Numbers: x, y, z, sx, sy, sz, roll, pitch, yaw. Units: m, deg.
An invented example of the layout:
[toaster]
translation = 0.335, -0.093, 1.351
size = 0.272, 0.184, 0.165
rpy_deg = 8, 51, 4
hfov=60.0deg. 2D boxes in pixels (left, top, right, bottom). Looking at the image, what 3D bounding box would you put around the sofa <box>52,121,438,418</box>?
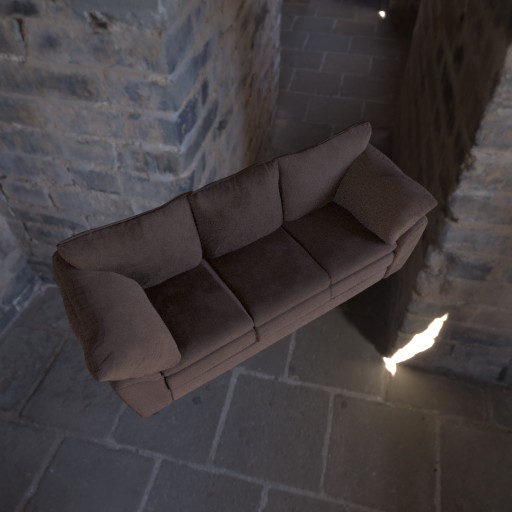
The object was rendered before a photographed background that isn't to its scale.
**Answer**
[sofa]
translation = 0.000, 0.000, 2.869
size = 2.336, 1.015, 0.878
rpy_deg = -26, 53, -22
